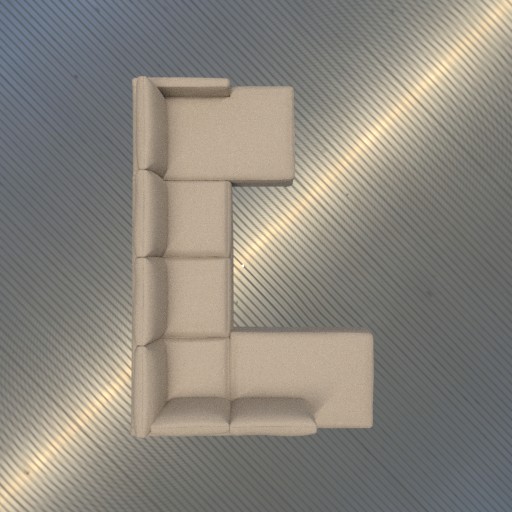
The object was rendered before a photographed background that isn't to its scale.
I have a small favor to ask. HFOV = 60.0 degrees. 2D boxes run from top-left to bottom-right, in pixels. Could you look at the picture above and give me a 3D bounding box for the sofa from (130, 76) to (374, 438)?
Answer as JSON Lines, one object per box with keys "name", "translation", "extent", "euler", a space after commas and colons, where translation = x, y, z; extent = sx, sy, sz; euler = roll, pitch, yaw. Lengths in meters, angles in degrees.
{"name": "sofa", "translation": [0.000, 0.000, 3.509], "extent": [1.879, 0.756, 2.737], "euler": [0, 89, -2]}
